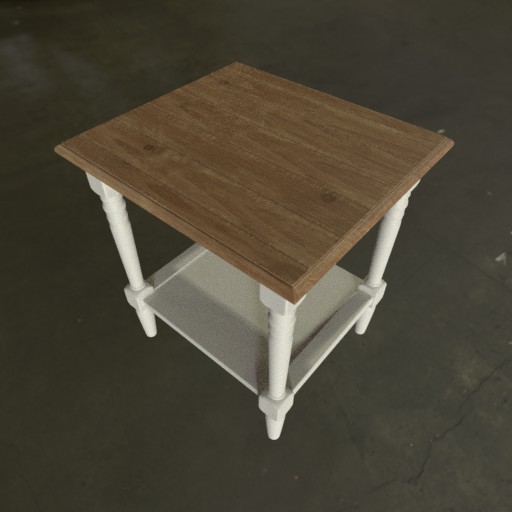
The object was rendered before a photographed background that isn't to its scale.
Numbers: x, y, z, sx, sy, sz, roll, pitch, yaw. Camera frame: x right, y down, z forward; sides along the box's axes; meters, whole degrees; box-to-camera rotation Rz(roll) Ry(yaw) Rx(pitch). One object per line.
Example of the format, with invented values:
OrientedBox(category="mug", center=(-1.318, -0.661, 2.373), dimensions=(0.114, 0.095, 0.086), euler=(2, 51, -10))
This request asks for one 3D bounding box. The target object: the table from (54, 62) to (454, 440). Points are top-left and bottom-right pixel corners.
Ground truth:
OrientedBox(category="table", center=(0.000, 0.000, 0.948), dimensions=(0.508, 0.561, 0.457), euler=(31, 53, 27))
